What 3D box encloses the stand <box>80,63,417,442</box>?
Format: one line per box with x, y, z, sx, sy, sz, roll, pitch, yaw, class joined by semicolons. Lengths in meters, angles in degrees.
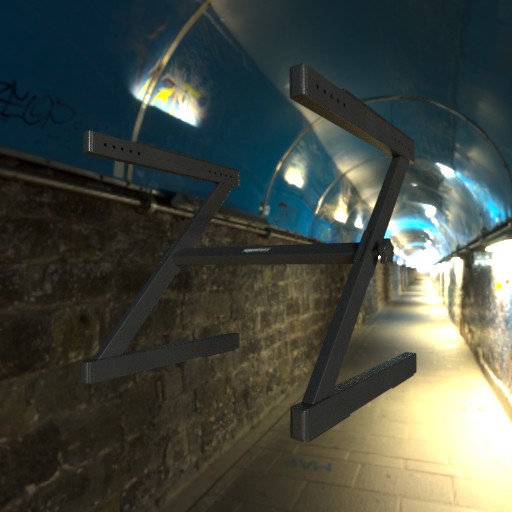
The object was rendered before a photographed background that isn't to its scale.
0.000;0.000;1.124;0.700;0.617;0.586;-1;-2;36;stand
